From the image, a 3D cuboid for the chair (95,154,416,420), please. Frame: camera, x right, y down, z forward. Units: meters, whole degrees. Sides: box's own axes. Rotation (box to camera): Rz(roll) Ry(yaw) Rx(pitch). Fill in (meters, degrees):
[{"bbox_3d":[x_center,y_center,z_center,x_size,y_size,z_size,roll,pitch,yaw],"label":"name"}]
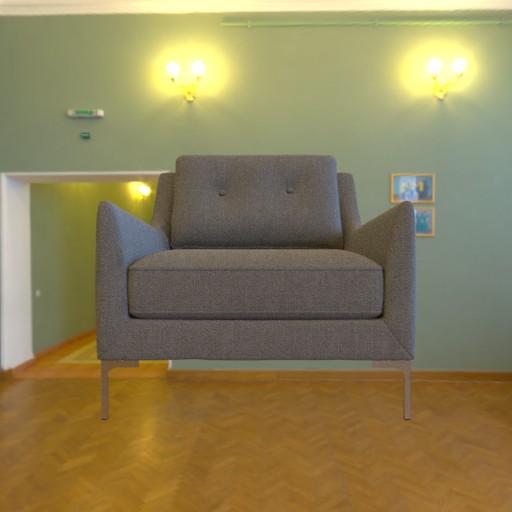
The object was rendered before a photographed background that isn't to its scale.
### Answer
[{"bbox_3d":[0.000,0.000,1.533,0.847,0.828,0.849,0,1,0],"label":"chair"}]
